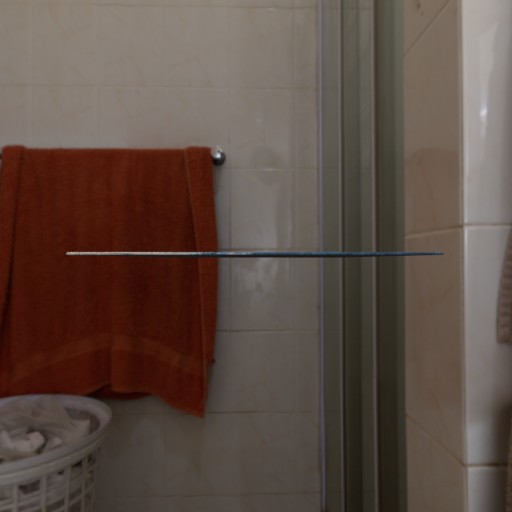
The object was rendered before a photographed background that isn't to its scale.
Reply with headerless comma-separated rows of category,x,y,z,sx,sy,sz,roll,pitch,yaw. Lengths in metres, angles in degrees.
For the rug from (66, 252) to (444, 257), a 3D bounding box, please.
rug,0.000,0.000,2.336,1.232,0.009,1.836,0,-1,0
